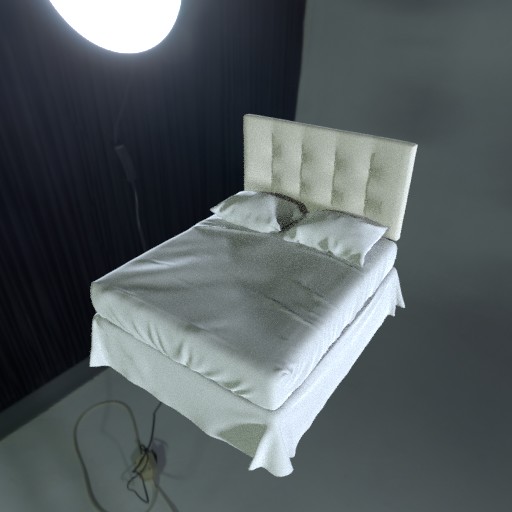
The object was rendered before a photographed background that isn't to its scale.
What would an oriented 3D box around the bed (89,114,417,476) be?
[{"bbox_3d":[0.000,0.000,3.496,1.936,1.577,2.222,20,37,29],"label":"bed"}]
